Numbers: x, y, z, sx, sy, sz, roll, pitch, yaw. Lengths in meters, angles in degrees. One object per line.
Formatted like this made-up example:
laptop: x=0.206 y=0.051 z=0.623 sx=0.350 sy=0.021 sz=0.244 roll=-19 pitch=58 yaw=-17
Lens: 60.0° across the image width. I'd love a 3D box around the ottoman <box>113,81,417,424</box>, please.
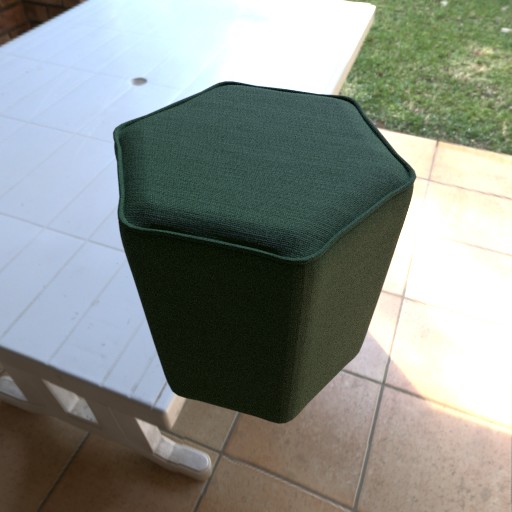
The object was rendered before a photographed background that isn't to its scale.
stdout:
ottoman: x=0.000 y=0.000 z=0.873 sx=0.499 sy=0.507 sz=0.444 roll=12 pitch=48 yaw=11
